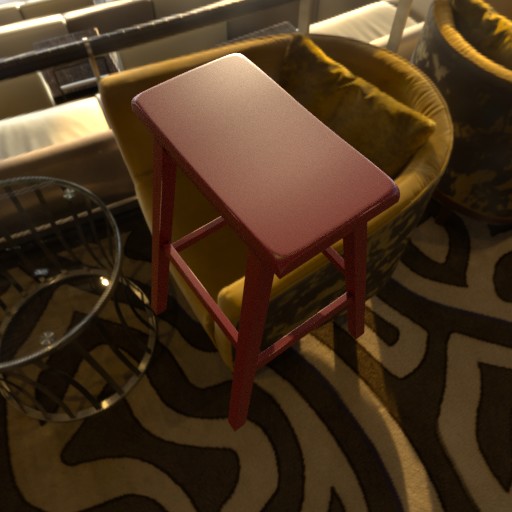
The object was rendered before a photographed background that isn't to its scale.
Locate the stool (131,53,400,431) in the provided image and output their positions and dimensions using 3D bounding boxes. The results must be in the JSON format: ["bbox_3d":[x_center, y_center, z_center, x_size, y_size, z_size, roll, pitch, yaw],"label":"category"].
[{"bbox_3d":[0.000,0.000,1.051,0.476,0.737,0.457,-32,63,-18],"label":"stool"}]
